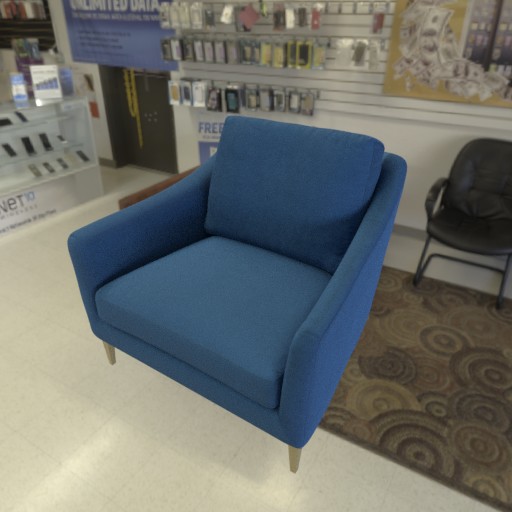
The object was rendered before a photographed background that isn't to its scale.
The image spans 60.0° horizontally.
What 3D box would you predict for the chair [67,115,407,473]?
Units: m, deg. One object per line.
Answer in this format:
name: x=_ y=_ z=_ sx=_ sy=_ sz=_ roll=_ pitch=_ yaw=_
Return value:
chair: x=0.000 y=0.000 z=1.700 sx=0.987 sy=0.899 sz=0.961 roll=19 pitch=35 yaw=29
